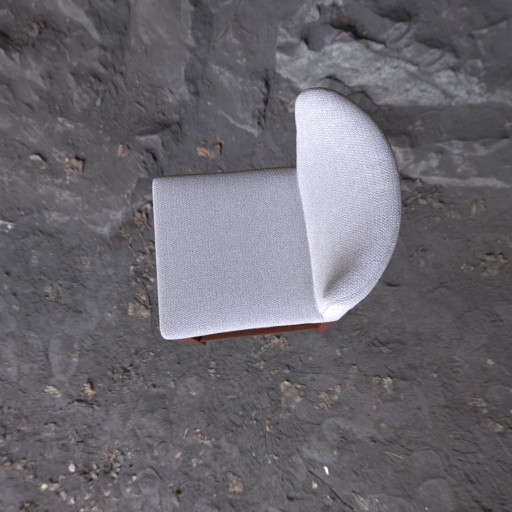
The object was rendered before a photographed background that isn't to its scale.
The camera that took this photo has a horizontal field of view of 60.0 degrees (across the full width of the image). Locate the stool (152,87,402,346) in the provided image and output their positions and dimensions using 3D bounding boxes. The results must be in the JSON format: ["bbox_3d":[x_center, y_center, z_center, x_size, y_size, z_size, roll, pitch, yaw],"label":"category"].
[{"bbox_3d":[0.000,0.000,1.366,0.568,1.069,0.481,-6,75,-2],"label":"stool"}]
